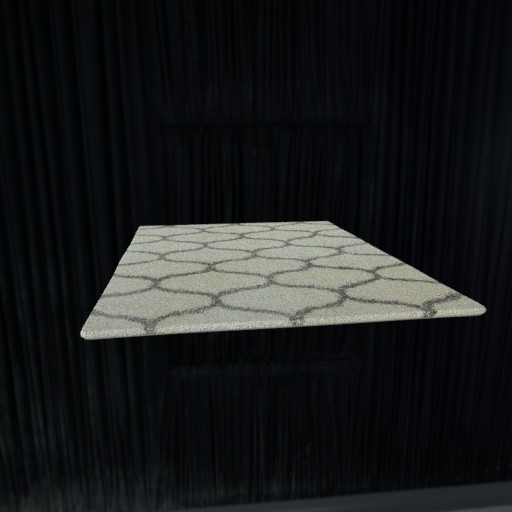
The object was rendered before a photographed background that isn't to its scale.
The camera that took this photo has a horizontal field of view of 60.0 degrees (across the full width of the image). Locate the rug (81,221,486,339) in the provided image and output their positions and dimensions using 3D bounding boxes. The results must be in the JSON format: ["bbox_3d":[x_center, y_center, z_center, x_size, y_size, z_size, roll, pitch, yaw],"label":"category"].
[{"bbox_3d":[0.000,0.000,2.036,1.200,0.025,1.600,-2,14,-8],"label":"rug"}]
